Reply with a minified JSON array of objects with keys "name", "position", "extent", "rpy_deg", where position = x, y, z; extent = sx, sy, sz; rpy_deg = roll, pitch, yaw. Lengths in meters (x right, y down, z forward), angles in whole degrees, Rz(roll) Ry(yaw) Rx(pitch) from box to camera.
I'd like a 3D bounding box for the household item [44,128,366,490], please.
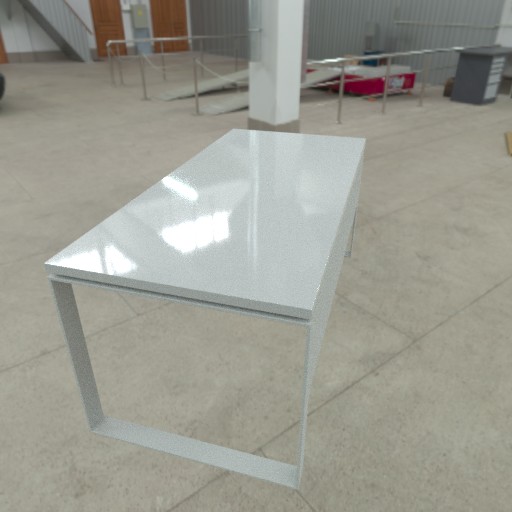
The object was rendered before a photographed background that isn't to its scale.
[{"name":"household item","position":[0.000,0.000,2.100],"extent":[0.800,0.745,1.700],"rpy_deg":[8,31,14]}]
